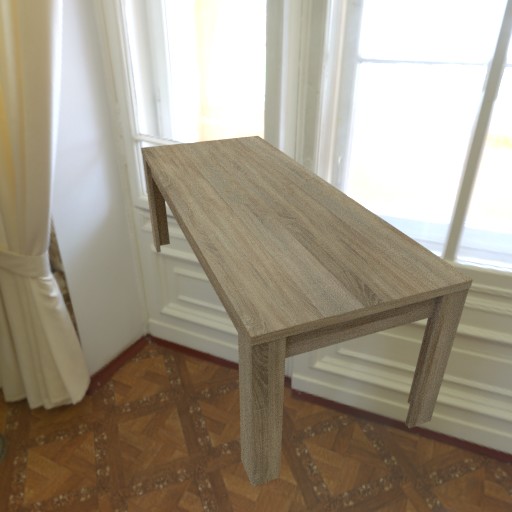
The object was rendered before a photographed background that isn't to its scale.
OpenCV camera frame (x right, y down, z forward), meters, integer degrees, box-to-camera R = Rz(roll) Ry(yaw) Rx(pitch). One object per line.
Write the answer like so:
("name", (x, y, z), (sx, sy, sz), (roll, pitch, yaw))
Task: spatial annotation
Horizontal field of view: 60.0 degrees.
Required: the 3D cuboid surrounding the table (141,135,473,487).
("table", (0.000, 0.000, 2.618), (0.900, 0.790, 2.200), (-11, 32, -18))
